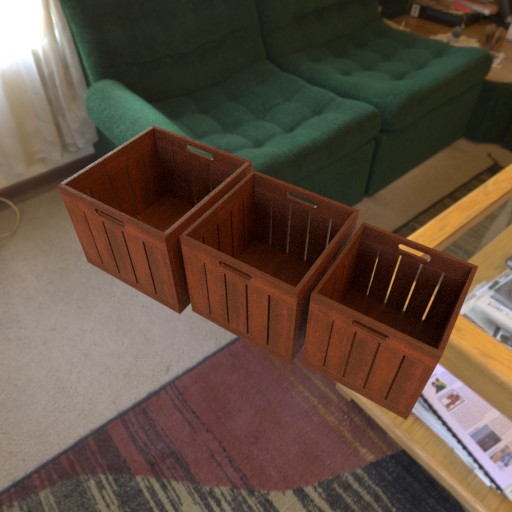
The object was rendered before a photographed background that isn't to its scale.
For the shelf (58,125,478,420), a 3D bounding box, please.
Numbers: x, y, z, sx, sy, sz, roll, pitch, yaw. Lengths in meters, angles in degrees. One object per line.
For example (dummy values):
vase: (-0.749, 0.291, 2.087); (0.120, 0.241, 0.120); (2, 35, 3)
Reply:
shelf: (0.000, 0.000, 1.260); (1.064, 0.311, 0.393); (25, 51, 22)
